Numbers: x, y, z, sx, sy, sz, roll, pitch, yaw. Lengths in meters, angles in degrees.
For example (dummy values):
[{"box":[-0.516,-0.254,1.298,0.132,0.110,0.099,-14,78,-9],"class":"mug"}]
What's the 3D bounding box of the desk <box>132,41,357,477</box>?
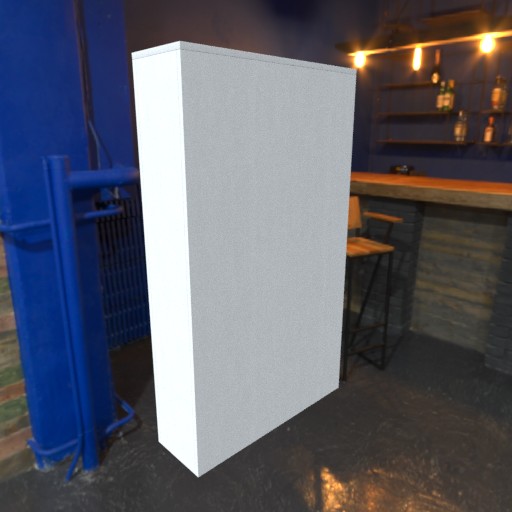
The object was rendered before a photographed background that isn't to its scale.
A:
[{"box":[0.000,0.000,1.585,0.750,1.280,0.250,-15,21,-42],"class":"desk"}]
